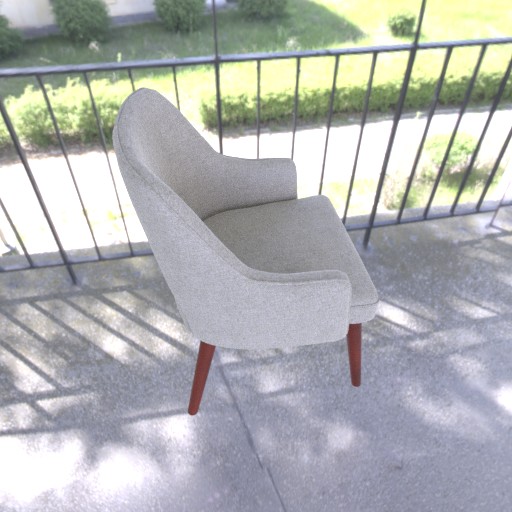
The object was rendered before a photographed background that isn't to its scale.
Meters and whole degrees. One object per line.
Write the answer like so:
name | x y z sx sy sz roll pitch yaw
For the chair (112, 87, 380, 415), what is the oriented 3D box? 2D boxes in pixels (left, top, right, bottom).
chair | 0.000 0.000 1.233 0.605 0.849 0.548 -8 45 -8
